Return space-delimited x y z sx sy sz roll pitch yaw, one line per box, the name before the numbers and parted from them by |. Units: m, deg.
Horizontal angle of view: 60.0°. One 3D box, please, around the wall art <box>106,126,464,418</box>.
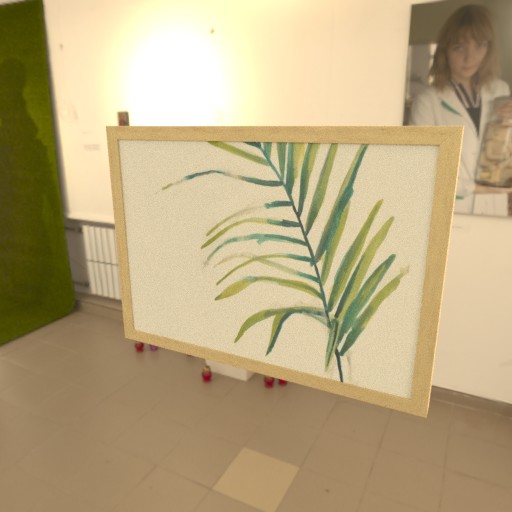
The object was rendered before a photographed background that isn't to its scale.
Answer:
wall art | 0.000 0.000 0.675 0.532 0.380 0.032 8 18 25
